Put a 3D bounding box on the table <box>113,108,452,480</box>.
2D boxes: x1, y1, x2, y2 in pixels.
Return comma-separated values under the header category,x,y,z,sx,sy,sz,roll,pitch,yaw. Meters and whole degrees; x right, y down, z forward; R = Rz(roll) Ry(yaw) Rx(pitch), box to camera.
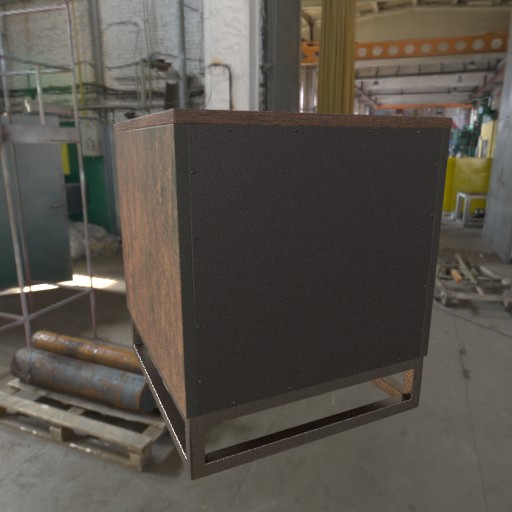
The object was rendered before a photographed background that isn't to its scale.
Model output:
category,x,y,z,sx,sy,sz,roll,pitch,yaw
table,0.000,0.000,1.001,0.506,0.582,0.566,-7,16,-24
